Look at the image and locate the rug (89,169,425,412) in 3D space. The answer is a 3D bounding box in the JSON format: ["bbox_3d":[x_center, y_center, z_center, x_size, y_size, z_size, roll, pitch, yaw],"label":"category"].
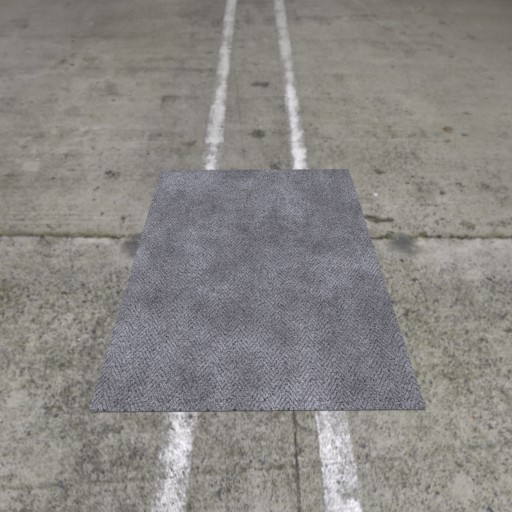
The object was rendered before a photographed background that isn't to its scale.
[{"bbox_3d":[0.000,0.000,2.944,1.600,0.008,2.235,0,41,0],"label":"rug"}]
